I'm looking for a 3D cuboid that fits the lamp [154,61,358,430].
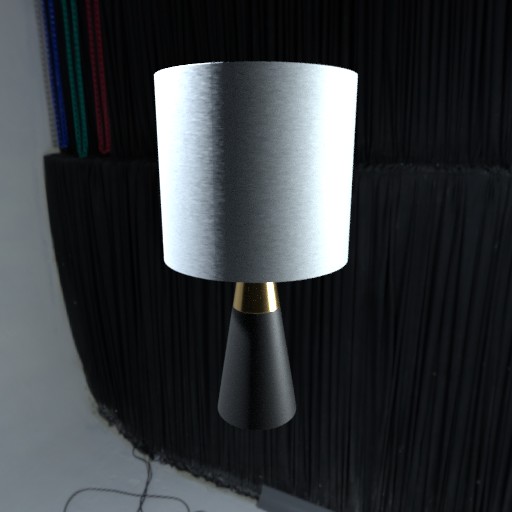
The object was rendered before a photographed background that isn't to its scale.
[{"bbox_3d":[0.000,0.000,0.758,0.308,0.580,0.308,8,17,26],"label":"lamp"}]
